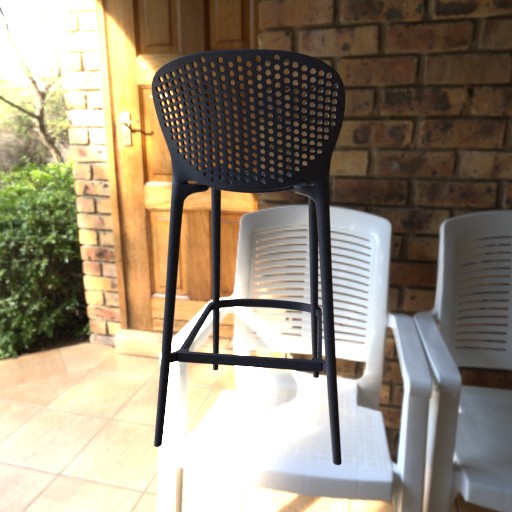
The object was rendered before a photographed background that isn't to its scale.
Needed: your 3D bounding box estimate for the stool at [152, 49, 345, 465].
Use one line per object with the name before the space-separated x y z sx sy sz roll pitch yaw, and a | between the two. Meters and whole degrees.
stool | 0.000 0.000 1.327 0.536 1.045 0.535 2 15 8
